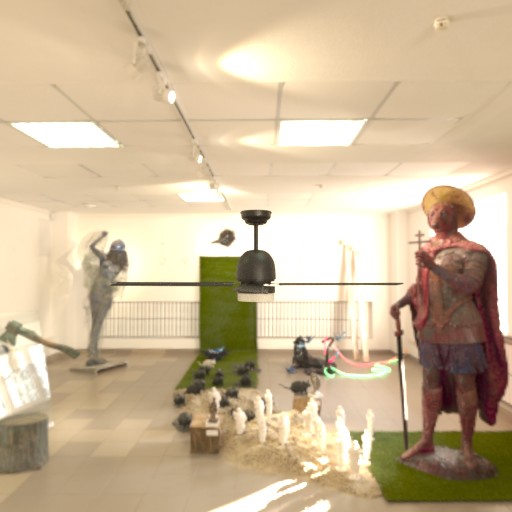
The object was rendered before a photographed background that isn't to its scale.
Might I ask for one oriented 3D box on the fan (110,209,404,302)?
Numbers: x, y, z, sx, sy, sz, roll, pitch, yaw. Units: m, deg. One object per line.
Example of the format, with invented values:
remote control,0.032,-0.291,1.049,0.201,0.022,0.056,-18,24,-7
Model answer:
fan,0.000,0.000,2.041,1.319,0.410,1.319,0,-1,0
